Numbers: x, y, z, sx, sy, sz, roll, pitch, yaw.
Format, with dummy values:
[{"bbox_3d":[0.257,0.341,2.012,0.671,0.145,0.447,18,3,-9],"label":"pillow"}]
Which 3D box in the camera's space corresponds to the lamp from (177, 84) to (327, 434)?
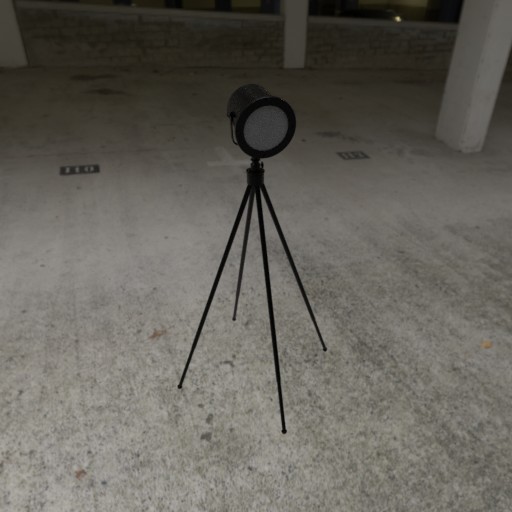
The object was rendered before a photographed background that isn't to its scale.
[{"bbox_3d":[0.000,0.000,2.068,0.879,1.504,0.884,-10,34,-16],"label":"lamp"}]
